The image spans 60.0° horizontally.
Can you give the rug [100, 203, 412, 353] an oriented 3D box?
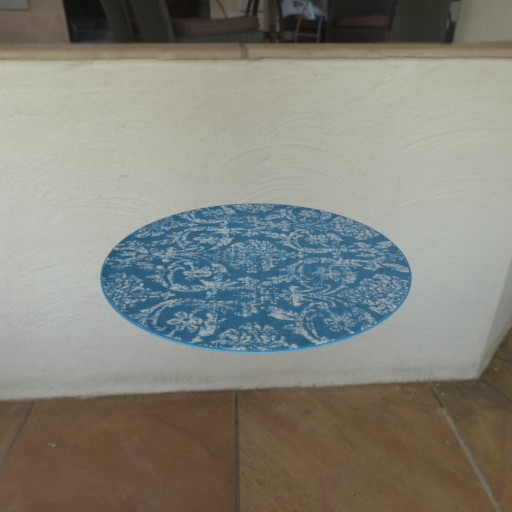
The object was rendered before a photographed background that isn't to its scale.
[{"bbox_3d":[0.000,0.000,2.373,1.593,0.012,1.593,0,27,0],"label":"rug"}]
